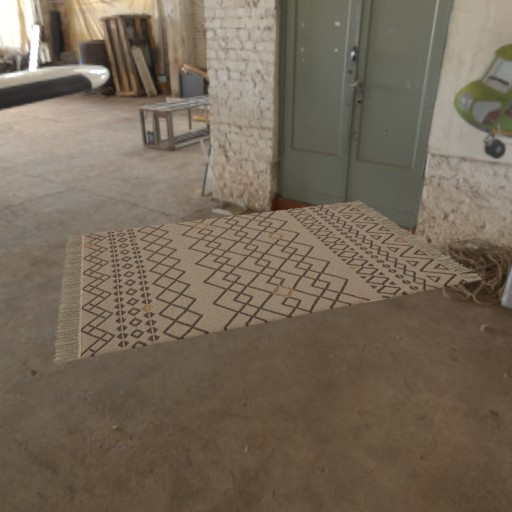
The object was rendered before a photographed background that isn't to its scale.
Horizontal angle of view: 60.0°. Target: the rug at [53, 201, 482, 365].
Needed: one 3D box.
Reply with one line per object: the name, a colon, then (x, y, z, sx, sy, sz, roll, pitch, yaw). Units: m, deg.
rug: (0.000, 0.000, 2.458, 2.023, 0.028, 1.224, -9, 28, -16)
